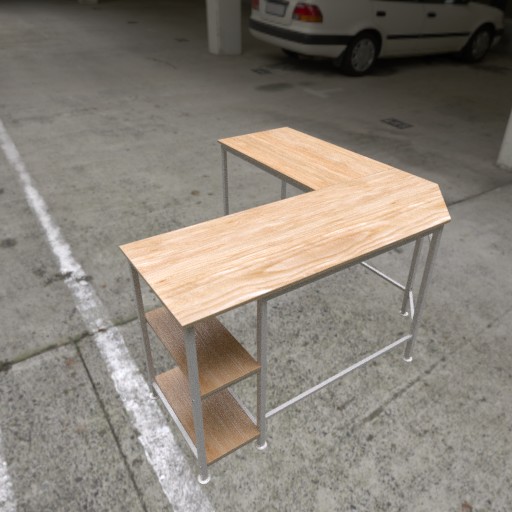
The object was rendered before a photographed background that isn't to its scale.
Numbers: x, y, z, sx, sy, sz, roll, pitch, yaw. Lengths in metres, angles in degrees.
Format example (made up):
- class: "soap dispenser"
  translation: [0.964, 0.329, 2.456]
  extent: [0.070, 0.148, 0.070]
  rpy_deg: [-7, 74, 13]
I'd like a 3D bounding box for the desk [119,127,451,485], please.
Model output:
- class: "desk"
  translation: [0.000, 0.000, 2.173]
  extent: [1.379, 0.739, 1.379]
  rpy_deg: [-19, 36, -28]
